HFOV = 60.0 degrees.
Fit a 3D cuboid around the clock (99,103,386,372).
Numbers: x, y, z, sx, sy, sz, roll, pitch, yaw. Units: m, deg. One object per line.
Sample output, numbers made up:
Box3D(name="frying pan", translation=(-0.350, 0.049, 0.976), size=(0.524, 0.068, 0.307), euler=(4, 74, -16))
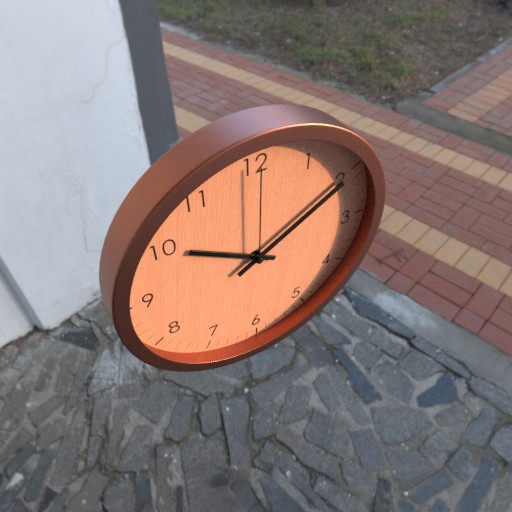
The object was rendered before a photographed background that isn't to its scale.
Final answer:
Box3D(name="clock", translation=(0.000, 0.000, 0.466), size=(0.313, 0.313, 0.040), euler=(-23, 50, -21))
